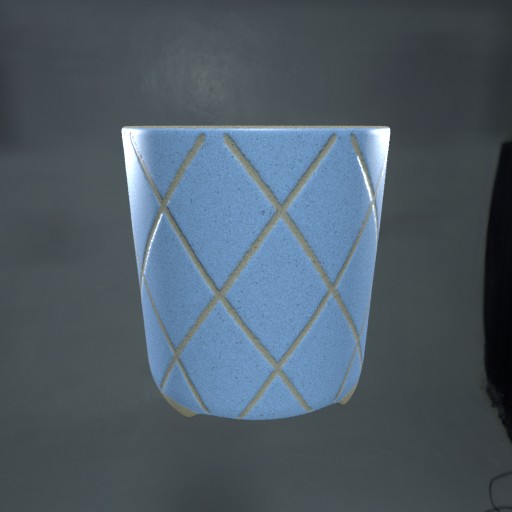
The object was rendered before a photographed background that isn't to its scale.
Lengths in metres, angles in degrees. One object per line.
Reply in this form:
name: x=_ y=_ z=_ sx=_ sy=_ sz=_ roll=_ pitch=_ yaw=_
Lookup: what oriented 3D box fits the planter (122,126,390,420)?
planter: x=0.000 y=0.000 z=0.355 sx=0.191 sy=0.200 sz=0.191 roll=0 pitch=17 yaw=0
